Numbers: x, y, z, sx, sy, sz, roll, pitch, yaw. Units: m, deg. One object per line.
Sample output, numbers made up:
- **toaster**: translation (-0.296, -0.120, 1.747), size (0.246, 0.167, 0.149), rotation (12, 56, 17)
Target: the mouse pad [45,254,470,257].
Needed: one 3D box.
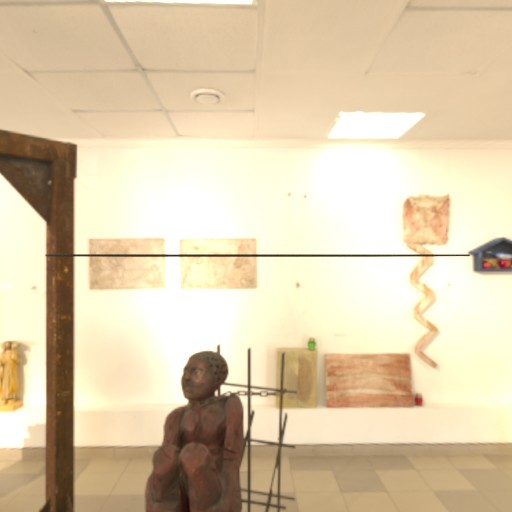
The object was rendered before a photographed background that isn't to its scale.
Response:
- **mouse pad**: translation (0.000, 0.000, 0.646), size (0.451, 0.002, 0.393), rotation (0, 0, -1)
